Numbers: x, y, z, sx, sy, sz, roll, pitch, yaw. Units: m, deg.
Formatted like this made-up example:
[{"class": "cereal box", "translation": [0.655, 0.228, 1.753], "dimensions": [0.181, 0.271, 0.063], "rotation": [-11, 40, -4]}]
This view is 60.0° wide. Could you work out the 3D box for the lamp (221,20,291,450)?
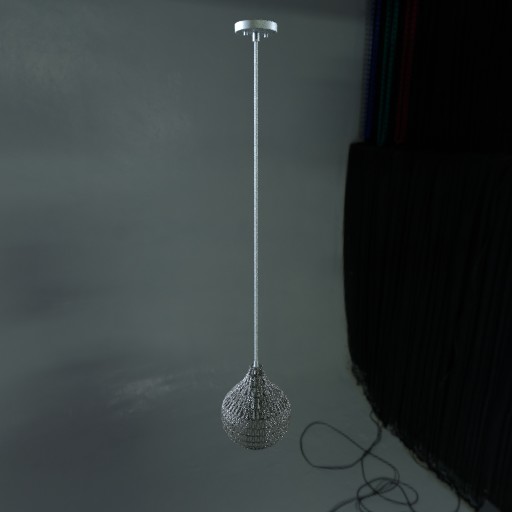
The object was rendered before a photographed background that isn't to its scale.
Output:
[{"class": "lamp", "translation": [0.000, 0.000, 2.032], "dimensions": [0.355, 1.919, 0.355], "rotation": [-8, 18, -26]}]
